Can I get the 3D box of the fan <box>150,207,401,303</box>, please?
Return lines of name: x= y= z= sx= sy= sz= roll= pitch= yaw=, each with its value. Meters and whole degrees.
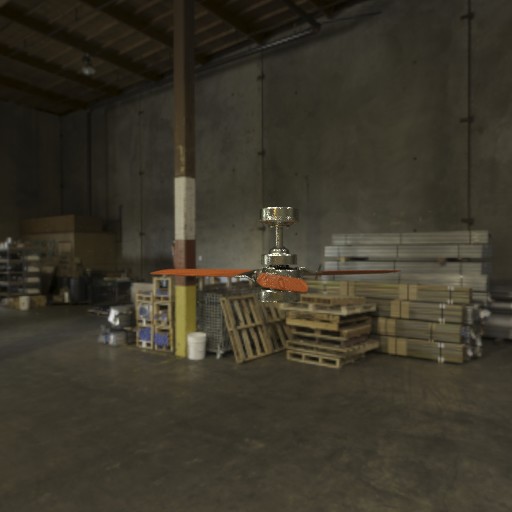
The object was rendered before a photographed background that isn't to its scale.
fan: x=0.000 y=0.000 z=2.059 sx=1.271 sy=0.410 sz=1.416 roll=0 pitch=0 yaw=36
